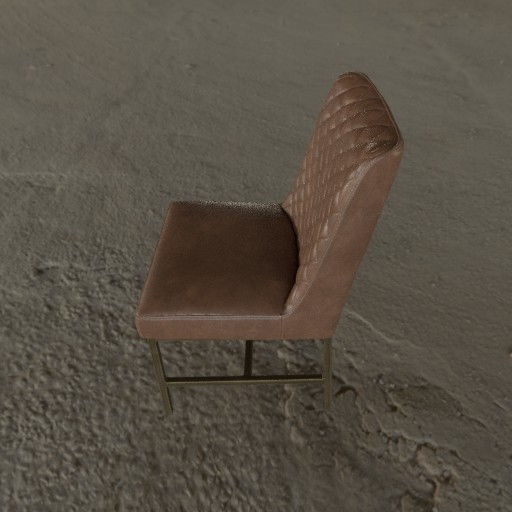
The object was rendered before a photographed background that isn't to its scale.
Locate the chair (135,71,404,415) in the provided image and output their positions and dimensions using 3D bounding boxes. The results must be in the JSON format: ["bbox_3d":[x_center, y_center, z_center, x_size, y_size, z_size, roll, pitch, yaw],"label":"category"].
[{"bbox_3d":[0.000,0.000,1.252,0.587,0.889,0.508,1,40,1],"label":"chair"}]
